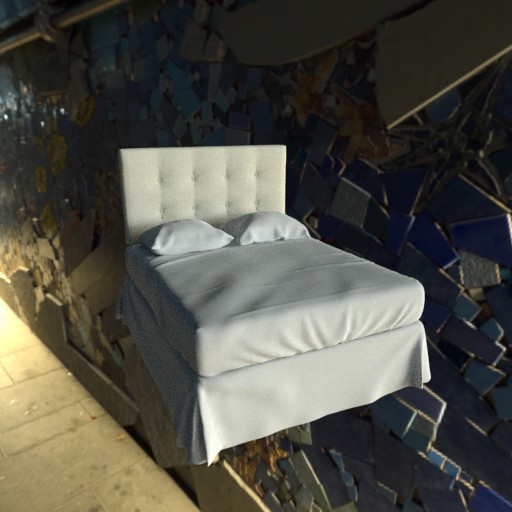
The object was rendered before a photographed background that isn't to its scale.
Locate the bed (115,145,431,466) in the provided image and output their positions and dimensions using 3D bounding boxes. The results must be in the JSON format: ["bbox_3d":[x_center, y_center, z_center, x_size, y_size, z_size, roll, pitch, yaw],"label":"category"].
[{"bbox_3d":[0.000,0.000,3.474,1.936,1.577,2.222,-8,19,-25],"label":"bed"}]
